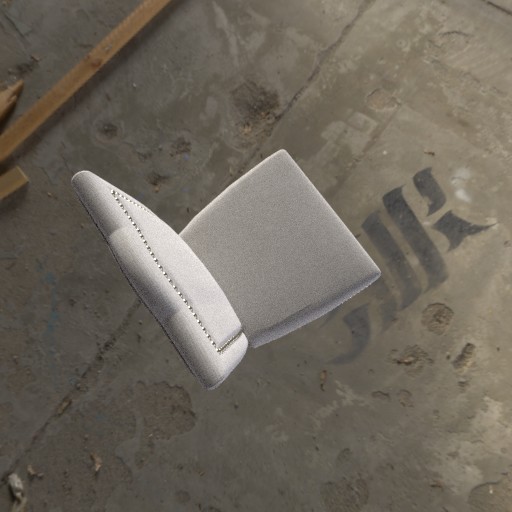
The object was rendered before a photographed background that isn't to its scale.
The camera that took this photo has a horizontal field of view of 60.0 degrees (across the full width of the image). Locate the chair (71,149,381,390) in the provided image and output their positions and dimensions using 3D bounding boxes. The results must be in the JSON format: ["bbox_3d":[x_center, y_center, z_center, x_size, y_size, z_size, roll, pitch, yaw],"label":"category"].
[{"bbox_3d":[0.000,0.000,1.291,0.589,0.946,0.518,-34,78,-8],"label":"chair"}]
